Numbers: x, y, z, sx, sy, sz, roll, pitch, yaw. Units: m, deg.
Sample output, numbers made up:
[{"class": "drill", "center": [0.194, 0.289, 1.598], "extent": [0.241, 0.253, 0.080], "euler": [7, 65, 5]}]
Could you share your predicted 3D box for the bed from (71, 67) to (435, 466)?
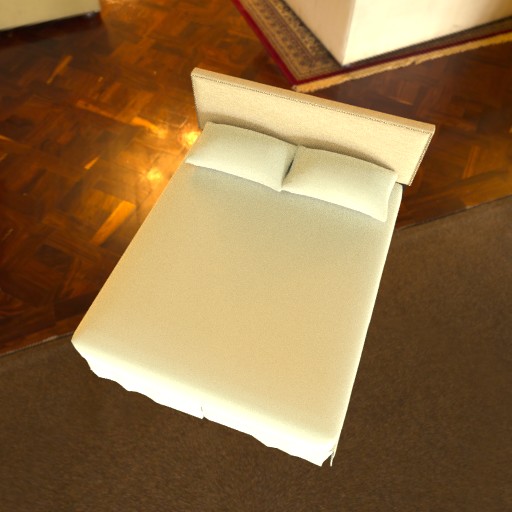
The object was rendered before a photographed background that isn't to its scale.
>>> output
[{"class": "bed", "center": [0.000, 0.000, 2.747], "extent": [1.616, 1.016, 1.876], "euler": [18, 60, 11]}]
